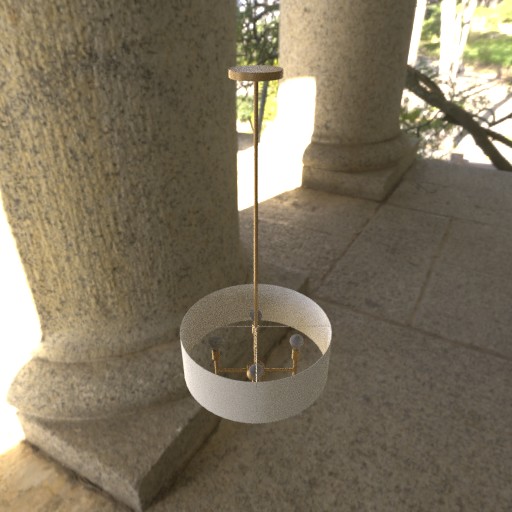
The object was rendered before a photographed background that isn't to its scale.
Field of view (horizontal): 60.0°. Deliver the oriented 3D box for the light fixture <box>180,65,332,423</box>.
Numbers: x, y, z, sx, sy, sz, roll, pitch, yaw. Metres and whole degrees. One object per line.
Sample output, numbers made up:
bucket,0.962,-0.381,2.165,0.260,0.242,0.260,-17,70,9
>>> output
light fixture,0.000,0.000,1.359,0.508,1.067,0.508,0,30,0
